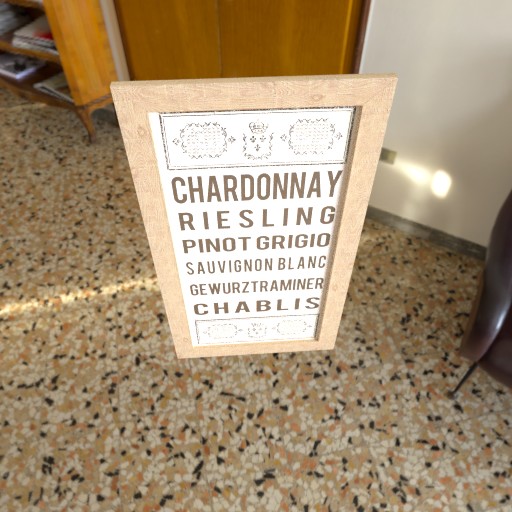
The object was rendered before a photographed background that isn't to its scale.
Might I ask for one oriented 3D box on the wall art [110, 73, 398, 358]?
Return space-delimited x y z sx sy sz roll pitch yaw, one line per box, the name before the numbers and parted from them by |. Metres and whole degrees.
wall art | 0.000 0.000 0.836 0.381 0.683 0.013 -3 47 -3
